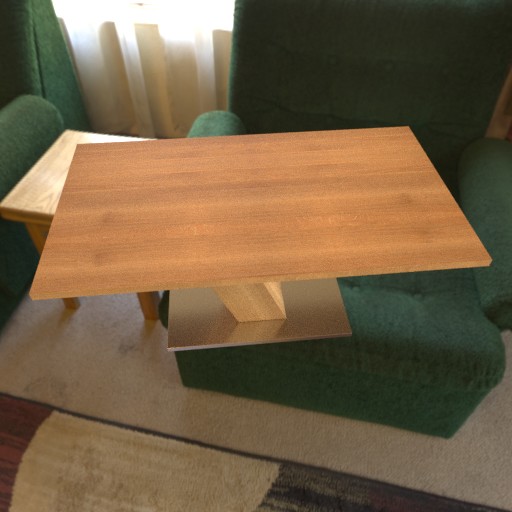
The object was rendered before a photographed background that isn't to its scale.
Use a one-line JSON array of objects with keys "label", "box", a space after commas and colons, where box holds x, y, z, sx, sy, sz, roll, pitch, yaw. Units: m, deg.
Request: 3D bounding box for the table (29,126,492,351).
[{"label": "table", "box": [0.000, 0.000, 2.101, 1.600, 0.750, 0.900, -4, 47, -4]}]
